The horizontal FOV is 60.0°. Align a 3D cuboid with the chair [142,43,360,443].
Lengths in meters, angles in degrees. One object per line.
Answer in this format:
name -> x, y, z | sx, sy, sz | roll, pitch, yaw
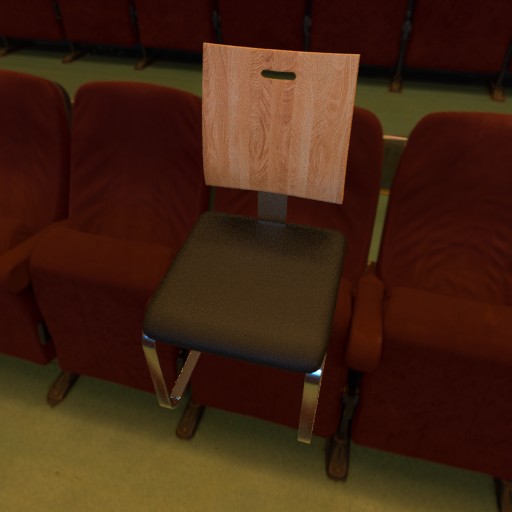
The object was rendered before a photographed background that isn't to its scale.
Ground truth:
chair -> 0.000, 0.000, 1.190 | 0.462, 0.936, 0.560 | 10, 41, 11
